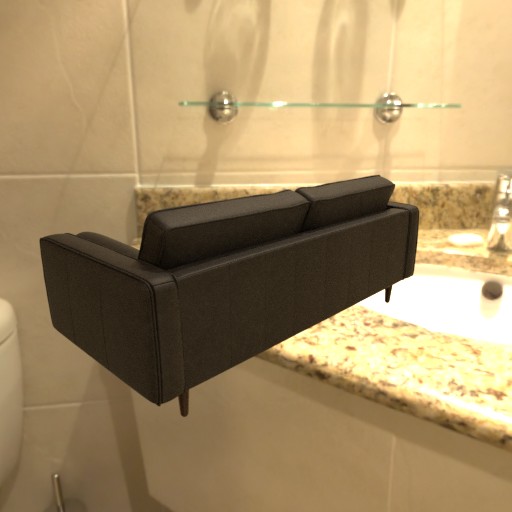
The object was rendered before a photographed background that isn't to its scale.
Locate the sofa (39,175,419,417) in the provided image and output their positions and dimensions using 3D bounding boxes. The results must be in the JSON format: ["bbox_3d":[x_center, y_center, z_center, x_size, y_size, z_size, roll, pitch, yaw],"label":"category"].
[{"bbox_3d":[0.000,0.000,2.336,0.921,0.770,1.879,16,23,42],"label":"sofa"}]
